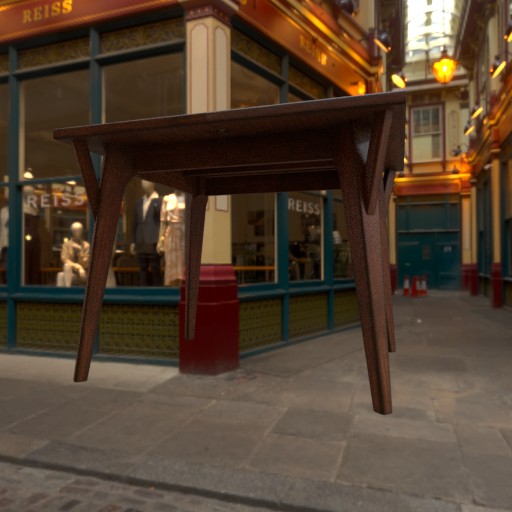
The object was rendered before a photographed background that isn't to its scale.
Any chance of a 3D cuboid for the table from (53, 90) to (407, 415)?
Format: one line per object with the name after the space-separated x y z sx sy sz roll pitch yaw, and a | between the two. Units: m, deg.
0.000 0.000 1.555 0.991 0.761 0.838 0 0 18 | table
